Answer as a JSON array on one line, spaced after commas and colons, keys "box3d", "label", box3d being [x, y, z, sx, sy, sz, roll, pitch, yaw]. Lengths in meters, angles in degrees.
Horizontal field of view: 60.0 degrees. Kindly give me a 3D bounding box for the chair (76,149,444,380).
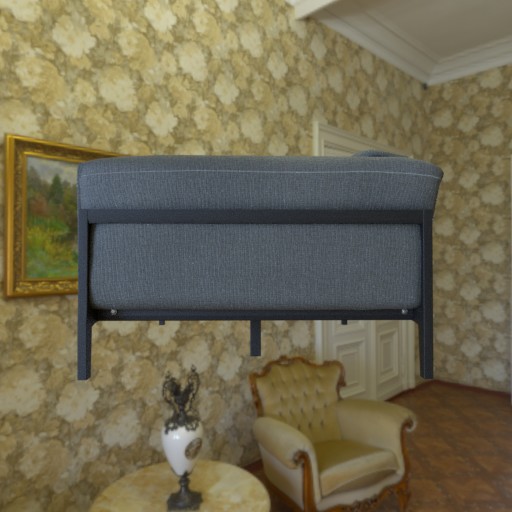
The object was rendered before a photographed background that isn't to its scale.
[{"box3d": [0.000, 0.000, 1.646, 0.969, 0.646, 1.056, 0, -1, -1], "label": "chair"}]
